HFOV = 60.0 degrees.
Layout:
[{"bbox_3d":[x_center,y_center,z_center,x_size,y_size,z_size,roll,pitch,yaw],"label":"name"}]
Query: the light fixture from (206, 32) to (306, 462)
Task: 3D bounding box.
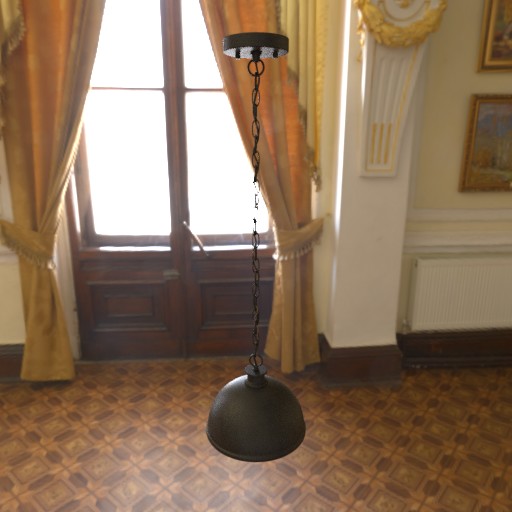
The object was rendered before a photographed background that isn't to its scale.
[{"bbox_3d":[0.000,0.000,1.219,0.304,1.090,0.304,2,15,8],"label":"light fixture"}]
